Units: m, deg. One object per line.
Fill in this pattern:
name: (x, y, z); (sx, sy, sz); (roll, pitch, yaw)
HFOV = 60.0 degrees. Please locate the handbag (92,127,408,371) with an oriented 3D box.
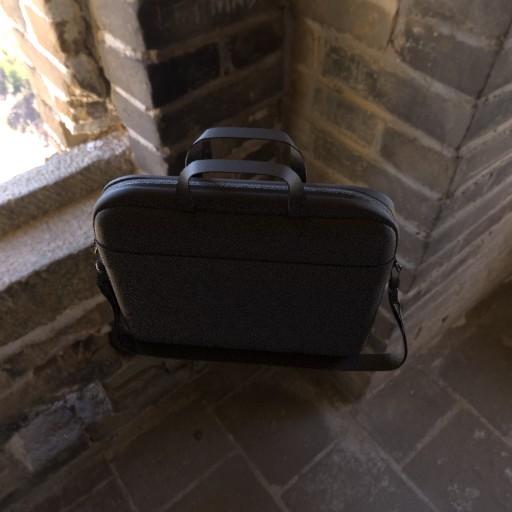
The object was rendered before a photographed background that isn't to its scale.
handbag: (0.000, 0.000, 0.572); (0.429, 0.330, 0.126); (3, 46, 3)
